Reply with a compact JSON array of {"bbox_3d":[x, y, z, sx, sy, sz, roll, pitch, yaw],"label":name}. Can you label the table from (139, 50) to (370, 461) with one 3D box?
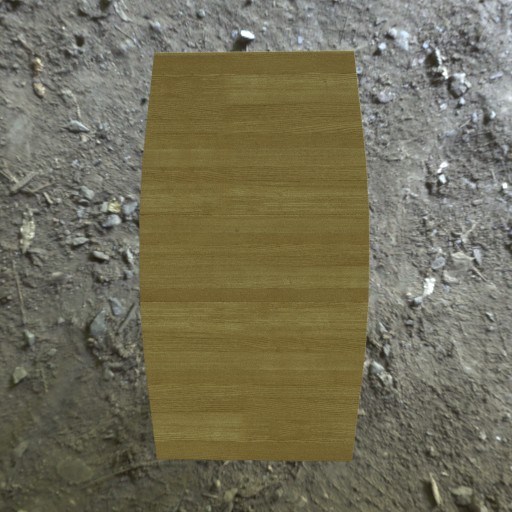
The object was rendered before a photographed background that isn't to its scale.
[{"bbox_3d":[0.000,0.000,2.105,0.900,0.748,1.598,0,92,1],"label":"table"}]
